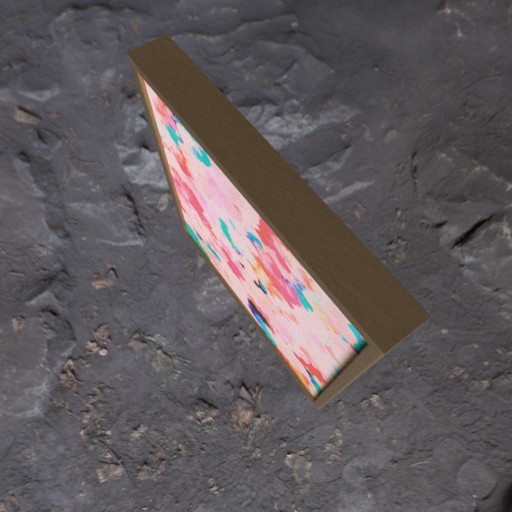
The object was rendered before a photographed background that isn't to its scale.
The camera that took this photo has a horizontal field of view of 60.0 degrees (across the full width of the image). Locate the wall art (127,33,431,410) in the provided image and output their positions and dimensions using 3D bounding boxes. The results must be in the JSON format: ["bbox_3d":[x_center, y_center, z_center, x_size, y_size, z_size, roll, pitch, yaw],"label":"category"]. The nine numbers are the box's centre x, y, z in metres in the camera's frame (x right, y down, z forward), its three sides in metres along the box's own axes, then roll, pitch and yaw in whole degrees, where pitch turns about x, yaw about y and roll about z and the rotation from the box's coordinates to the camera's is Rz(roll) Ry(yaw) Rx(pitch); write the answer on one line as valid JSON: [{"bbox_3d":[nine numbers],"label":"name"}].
[{"bbox_3d":[0.000,0.000,0.451,0.038,0.305,0.304,-34,69,-14],"label":"wall art"}]
